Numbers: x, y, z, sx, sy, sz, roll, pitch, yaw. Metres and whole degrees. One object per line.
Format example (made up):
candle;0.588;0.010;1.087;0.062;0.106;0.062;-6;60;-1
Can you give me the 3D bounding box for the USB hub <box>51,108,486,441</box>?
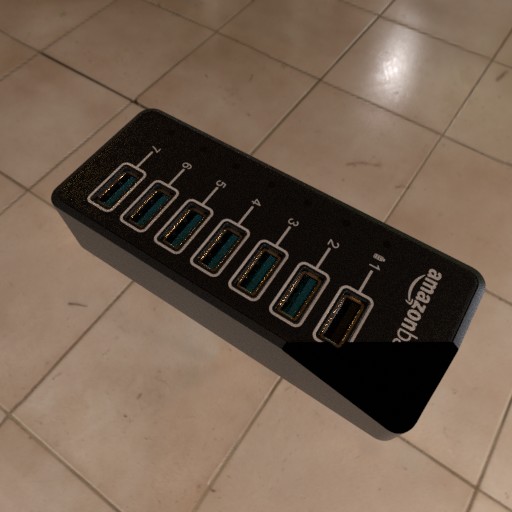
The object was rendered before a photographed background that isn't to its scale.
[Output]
USB hub;0.000;0.000;0.124;0.110;0.023;0.044;30;65;16
